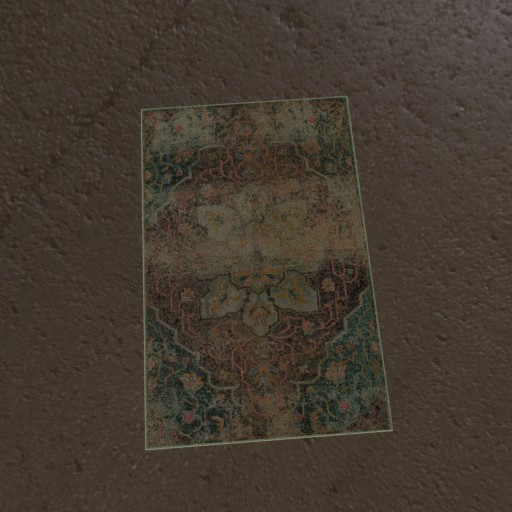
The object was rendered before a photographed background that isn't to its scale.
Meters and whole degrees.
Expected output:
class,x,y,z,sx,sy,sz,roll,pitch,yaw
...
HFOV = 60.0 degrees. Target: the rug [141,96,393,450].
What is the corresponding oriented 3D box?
class,x,y,z,sx,sy,sz,roll,pitch,yaw
rug,0.000,0.000,2.996,1.566,0.004,2.363,-3,76,-1
